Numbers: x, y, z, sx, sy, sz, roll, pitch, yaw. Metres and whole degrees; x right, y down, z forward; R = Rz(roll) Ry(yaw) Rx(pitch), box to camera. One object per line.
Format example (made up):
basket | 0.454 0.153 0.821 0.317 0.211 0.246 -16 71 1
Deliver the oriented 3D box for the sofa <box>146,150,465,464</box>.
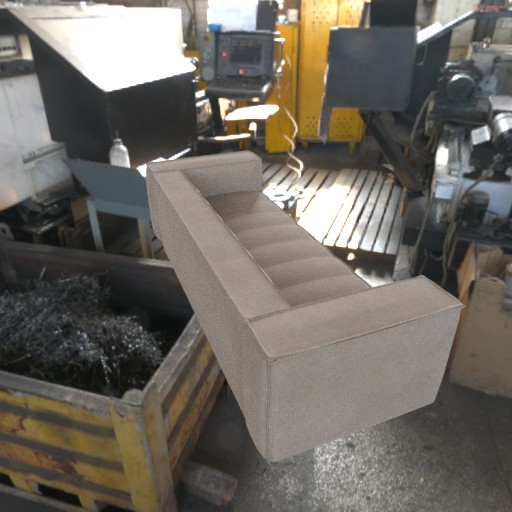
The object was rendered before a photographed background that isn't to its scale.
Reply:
sofa | 0.000 0.000 3.074 1.038 0.680 2.697 -11 32 -19
